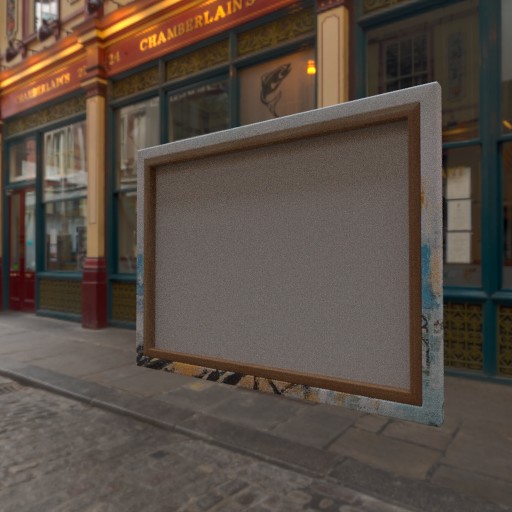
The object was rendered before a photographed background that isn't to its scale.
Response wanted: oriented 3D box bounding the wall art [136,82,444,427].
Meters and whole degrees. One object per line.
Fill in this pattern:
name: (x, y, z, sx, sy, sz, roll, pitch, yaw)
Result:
wall art: (0.000, 0.000, 1.284, 1.016, 0.762, 0.038, -1, -1, 36)
